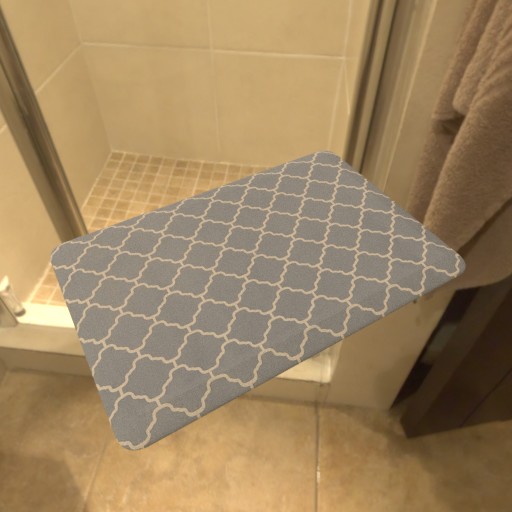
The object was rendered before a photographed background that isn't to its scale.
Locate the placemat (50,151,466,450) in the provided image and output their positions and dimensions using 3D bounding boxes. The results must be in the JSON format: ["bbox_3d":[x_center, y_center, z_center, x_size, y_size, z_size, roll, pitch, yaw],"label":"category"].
[{"bbox_3d":[0.000,0.000,0.943,0.762,0.021,0.508,-23,52,-20],"label":"placemat"}]
